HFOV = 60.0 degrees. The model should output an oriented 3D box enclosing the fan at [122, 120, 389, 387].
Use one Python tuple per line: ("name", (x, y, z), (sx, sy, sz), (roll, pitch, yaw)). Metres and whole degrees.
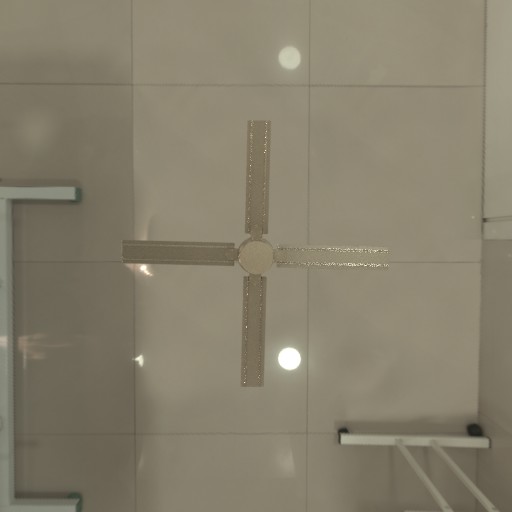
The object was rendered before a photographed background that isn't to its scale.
("fan", (0.000, 0.000, 2.112), (1.346, 0.406, 1.346), (0, 92, -1))
